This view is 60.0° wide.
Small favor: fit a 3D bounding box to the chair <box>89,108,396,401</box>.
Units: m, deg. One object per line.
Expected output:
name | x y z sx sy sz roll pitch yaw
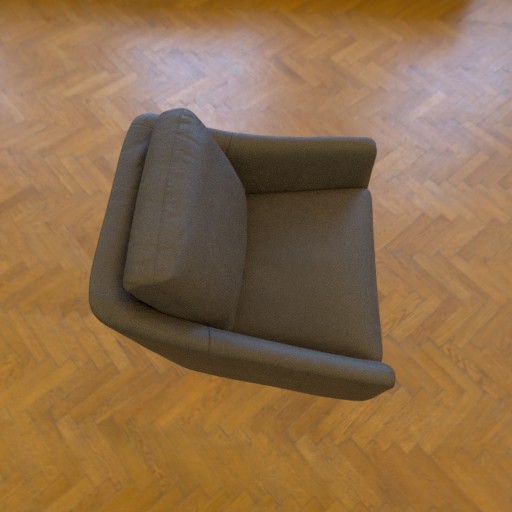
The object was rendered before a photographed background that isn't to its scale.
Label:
chair | 0.000 0.000 1.713 0.961 0.901 0.988 3 63 2
